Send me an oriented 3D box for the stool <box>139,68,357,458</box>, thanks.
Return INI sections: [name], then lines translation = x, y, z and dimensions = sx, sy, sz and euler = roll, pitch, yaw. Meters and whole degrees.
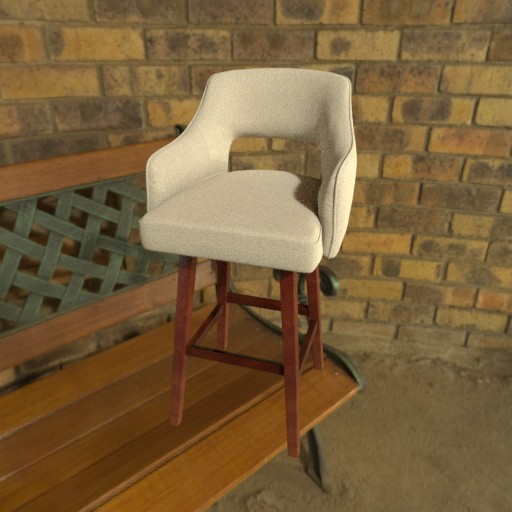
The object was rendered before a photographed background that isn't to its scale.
[stool]
translation = 0.000, 0.000, 1.365
dimensions = 0.550, 1.041, 0.560
euler = 8, 27, 16
